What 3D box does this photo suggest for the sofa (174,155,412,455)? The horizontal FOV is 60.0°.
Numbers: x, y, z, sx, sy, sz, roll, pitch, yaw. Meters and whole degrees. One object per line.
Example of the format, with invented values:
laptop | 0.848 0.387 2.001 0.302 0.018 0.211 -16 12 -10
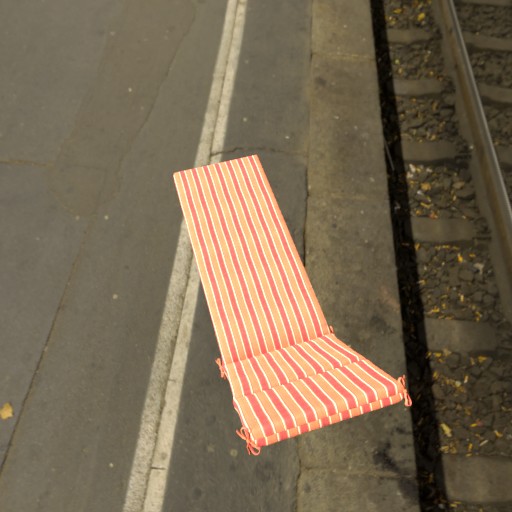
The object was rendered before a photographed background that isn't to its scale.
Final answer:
sofa | 0.000 0.000 2.006 0.582 0.622 1.663 -14 60 -9
